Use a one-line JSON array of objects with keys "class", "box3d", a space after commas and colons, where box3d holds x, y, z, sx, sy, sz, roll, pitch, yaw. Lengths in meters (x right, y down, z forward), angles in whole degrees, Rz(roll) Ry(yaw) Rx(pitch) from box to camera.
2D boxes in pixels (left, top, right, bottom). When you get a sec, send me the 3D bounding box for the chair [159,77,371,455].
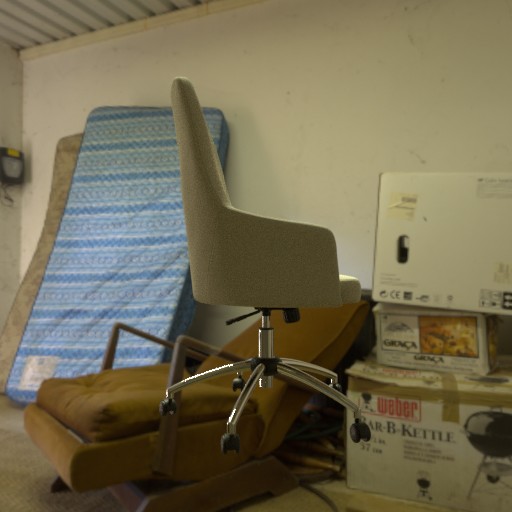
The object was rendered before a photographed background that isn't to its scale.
[{"class": "chair", "box3d": [0.000, 0.000, 1.454, 0.640, 1.049, 0.620, 0, -1, 0]}]
